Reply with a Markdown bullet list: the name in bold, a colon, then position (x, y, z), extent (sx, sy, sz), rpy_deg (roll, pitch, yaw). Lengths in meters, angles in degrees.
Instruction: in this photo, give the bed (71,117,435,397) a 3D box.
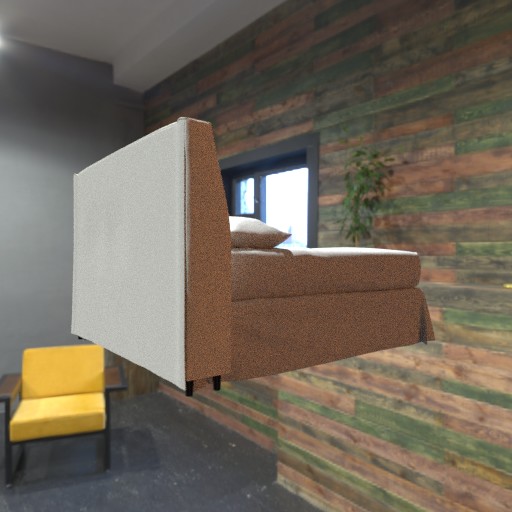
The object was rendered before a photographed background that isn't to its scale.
- **bed**: position (0.000, 0.000, 3.472), extent (2.276, 1.332, 1.925), rpy_deg (0, 0, -37)
